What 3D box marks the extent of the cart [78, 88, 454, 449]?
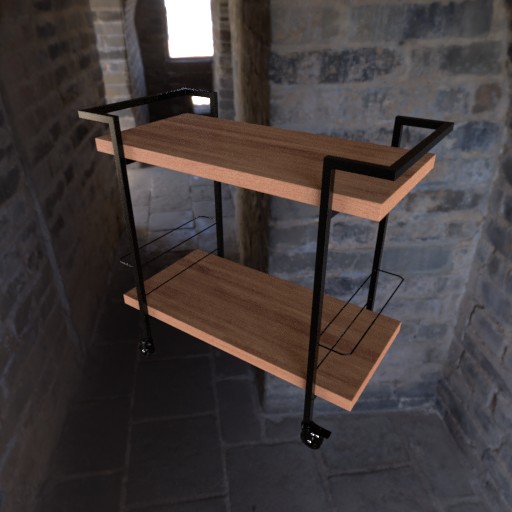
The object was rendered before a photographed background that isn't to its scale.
[{"bbox_3d":[0.000,0.000,1.238,0.806,0.762,0.406,19,35,29],"label":"cart"}]
